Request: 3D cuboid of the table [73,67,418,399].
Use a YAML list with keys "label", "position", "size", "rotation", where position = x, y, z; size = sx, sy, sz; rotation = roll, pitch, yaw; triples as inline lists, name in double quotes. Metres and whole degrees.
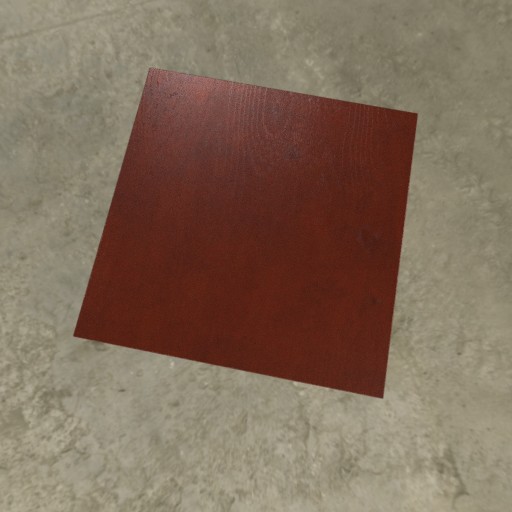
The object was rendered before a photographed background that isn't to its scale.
- label: "table"
  position: [0.000, 0.000, 1.025]
  size: [0.522, 0.558, 0.523]
  rotation: [13, 77, 3]
